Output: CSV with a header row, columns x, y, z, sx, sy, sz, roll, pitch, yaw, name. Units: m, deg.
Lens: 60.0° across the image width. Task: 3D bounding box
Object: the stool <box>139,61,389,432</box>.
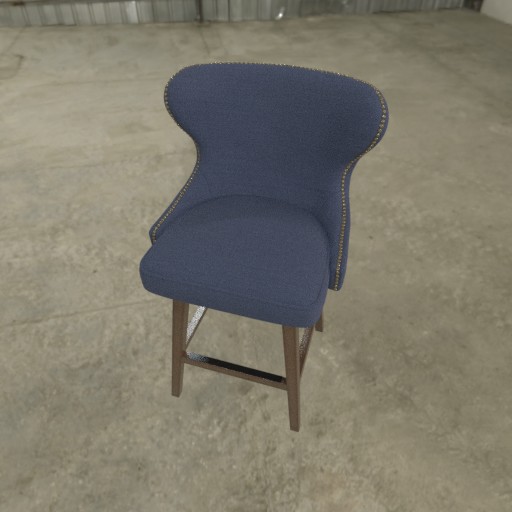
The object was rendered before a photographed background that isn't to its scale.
x,y,z,sx,sy,sz,roll,pitch,yaw,name
0.000,0.000,1.363,0.615,0.972,0.597,12,43,13,stool
